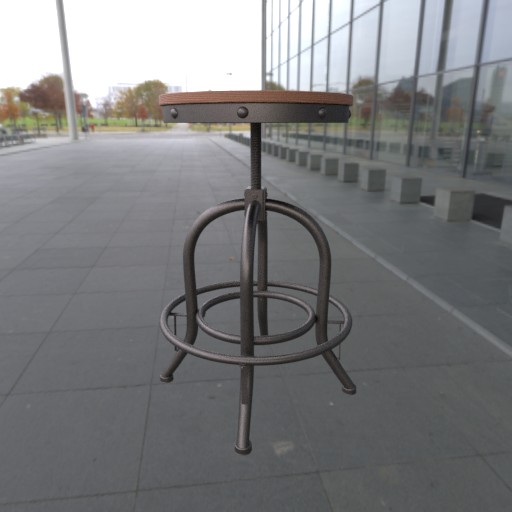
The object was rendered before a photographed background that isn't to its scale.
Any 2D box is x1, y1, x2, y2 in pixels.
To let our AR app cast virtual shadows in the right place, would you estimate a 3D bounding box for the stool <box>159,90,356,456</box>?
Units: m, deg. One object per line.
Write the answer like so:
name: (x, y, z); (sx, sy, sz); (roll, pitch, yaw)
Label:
stool: (0.000, 0.000, 0.899); (0.439, 0.609, 0.439); (2, 17, 6)
